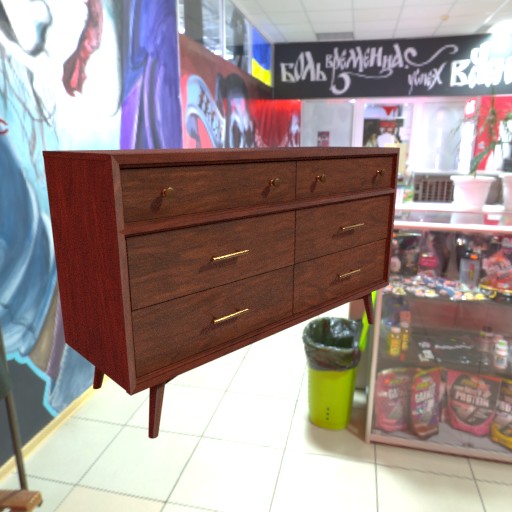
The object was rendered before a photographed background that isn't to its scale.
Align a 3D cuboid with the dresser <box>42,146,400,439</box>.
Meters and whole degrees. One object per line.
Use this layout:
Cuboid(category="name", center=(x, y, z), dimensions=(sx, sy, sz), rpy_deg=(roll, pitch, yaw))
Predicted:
Cuboid(category="dresser", center=(0.000, 0.000, 1.891), dimensions=(1.472, 0.889, 0.500), rpy_deg=(-14, 20, -42))
